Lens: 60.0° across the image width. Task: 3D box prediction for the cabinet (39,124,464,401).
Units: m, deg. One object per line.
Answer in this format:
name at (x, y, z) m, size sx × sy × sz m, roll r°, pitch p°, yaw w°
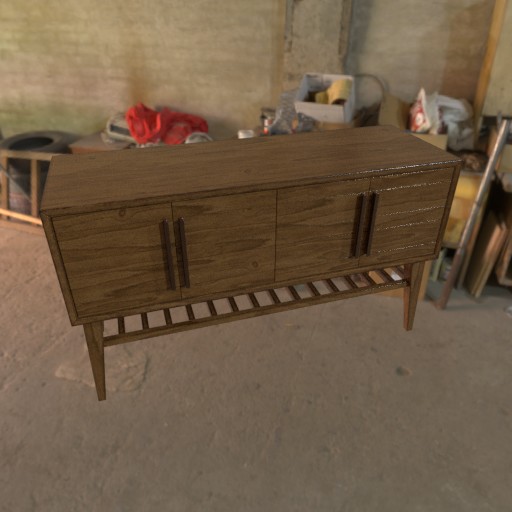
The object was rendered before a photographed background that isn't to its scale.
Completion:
cabinet at (0.000, 0.000, 1.757) m, size 1.363 × 0.802 × 0.477 m, roll -9°, pitch 33°, yaw -15°
